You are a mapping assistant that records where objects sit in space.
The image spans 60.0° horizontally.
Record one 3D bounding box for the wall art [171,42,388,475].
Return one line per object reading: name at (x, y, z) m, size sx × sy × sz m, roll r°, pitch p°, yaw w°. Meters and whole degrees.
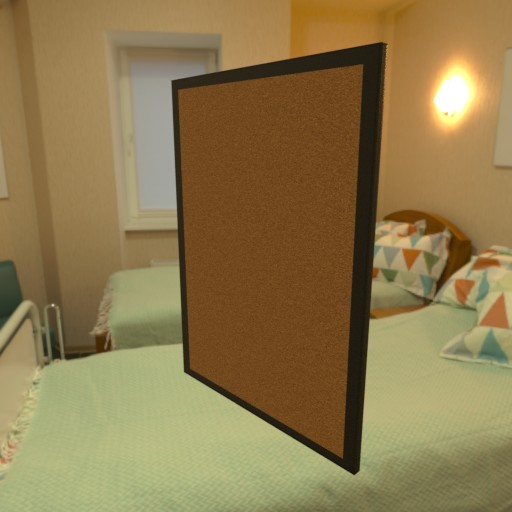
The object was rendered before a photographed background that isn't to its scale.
wall art at (0.000, 0.000, 0.823) m, size 0.016 × 0.657 × 0.480 m, roll -13°, pitch 19°, yaw -43°
